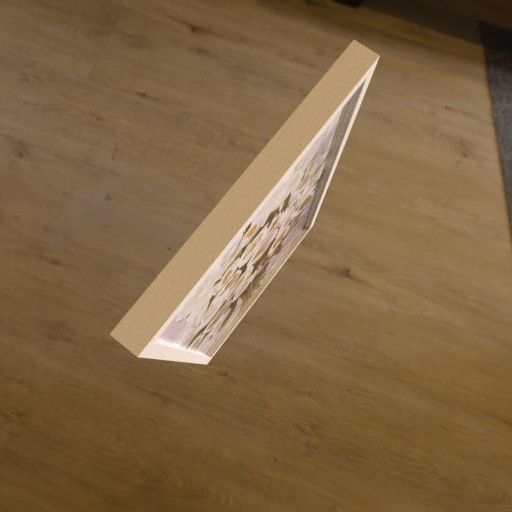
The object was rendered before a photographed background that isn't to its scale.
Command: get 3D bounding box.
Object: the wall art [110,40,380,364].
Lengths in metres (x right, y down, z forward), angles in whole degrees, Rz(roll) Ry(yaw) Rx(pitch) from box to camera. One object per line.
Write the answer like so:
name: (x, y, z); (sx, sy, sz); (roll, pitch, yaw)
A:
wall art: (0.000, 0.000, 0.816); (0.038, 0.657, 0.450); (36, 78, 9)
